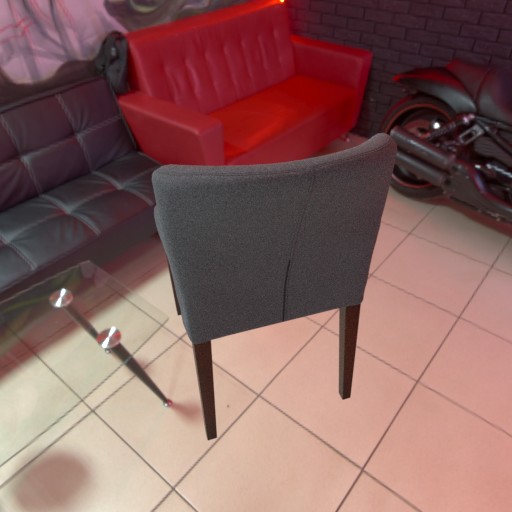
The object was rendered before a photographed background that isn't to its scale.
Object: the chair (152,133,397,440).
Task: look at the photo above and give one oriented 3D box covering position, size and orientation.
[{"bbox_3d":[0.000,0.000,1.198,0.491,0.839,0.592,-12,41,-14],"label":"chair"}]
